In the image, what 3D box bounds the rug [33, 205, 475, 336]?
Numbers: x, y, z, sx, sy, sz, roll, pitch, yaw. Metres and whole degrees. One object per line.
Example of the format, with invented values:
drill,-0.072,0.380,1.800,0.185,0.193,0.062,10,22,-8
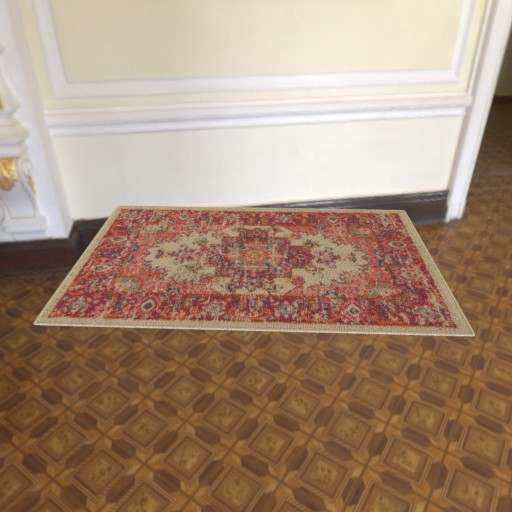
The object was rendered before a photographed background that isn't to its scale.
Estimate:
rug,0.000,0.000,1.102,0.868,0.004,0.556,1,31,2
